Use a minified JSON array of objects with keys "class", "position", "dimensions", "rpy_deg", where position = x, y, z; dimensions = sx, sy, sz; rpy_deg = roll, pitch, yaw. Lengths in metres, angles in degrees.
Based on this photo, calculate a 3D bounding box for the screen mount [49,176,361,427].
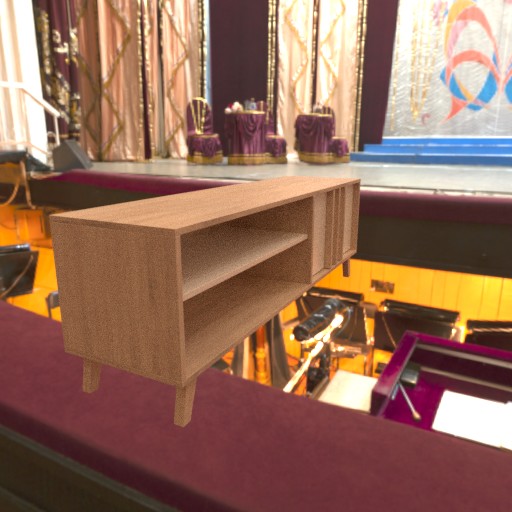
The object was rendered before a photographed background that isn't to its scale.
[{"class":"screen mount","position":[0.000,0.000,1.744],"dimensions":[0.400,0.510,1.500],"rpy_deg":[8,16,27]}]
